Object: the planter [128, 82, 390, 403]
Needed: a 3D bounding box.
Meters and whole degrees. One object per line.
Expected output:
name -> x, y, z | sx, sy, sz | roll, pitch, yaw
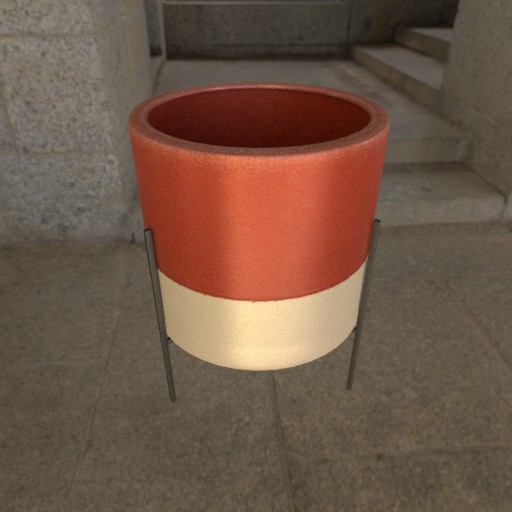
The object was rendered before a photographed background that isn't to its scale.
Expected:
planter -> 0.000, 0.000, 0.717 | 0.354, 0.465, 0.345 | -21, 38, -28
